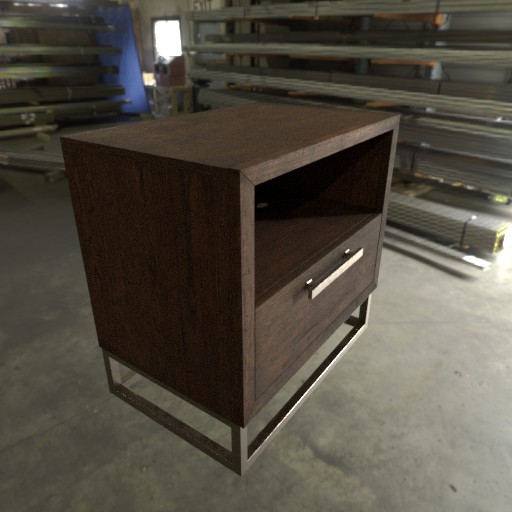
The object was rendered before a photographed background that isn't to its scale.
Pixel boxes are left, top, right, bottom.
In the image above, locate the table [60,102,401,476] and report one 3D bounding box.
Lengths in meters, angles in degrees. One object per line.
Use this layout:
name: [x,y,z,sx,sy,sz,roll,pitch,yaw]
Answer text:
table: [0.000,0.000,1.289,0.542,0.746,0.767,17,31,32]
